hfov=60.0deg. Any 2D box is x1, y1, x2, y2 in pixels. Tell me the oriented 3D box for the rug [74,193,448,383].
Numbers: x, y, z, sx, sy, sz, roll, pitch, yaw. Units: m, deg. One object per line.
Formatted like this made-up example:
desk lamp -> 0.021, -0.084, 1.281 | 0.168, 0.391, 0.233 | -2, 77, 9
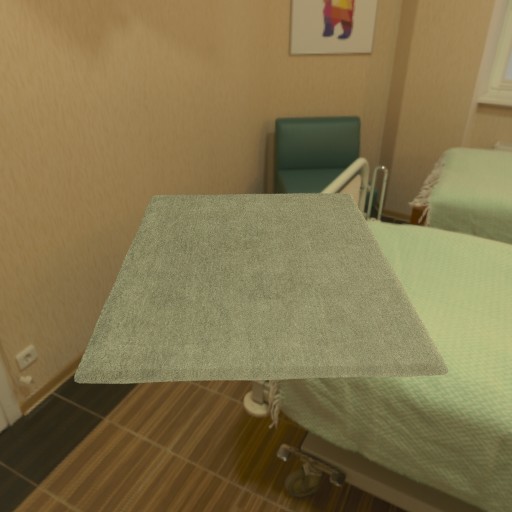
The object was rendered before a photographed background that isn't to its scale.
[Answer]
rug -> 0.000, 0.000, 3.943 | 2.332, 0.027, 2.933 | -1, 30, -2
